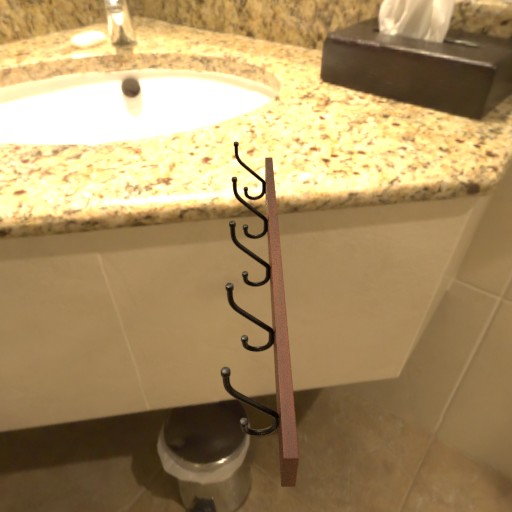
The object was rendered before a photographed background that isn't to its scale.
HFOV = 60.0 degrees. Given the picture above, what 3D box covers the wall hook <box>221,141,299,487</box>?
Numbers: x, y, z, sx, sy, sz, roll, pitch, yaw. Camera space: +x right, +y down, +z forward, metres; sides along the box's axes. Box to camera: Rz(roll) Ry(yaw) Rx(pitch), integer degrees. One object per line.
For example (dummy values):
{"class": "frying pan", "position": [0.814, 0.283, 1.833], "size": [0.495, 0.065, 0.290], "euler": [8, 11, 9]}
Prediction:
{"class": "wall hook", "position": [0.000, 0.000, 0.619], "size": [0.071, 0.117, 0.571], "euler": [-1, 40, -1]}
